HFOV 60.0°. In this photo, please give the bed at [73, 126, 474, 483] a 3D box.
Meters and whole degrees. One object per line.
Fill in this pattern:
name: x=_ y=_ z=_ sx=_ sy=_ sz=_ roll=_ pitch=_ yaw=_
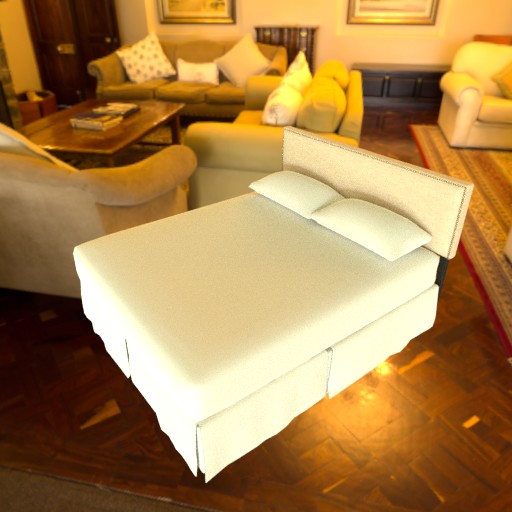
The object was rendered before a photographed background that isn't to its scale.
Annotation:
bed: x=0.000 y=0.000 z=2.790 sx=1.876 sy=1.016 sz=1.616 roll=-21 pitch=37 yaw=-31
